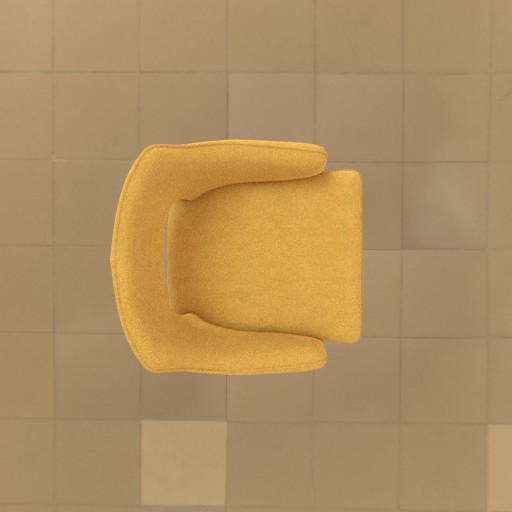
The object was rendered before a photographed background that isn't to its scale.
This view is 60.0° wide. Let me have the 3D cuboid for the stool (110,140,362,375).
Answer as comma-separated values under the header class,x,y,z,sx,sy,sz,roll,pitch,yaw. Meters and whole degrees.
class,x,y,z,sx,sy,sz,roll,pitch,yaw
stool,0.000,0.000,1.287,0.558,0.924,0.548,0,91,1
